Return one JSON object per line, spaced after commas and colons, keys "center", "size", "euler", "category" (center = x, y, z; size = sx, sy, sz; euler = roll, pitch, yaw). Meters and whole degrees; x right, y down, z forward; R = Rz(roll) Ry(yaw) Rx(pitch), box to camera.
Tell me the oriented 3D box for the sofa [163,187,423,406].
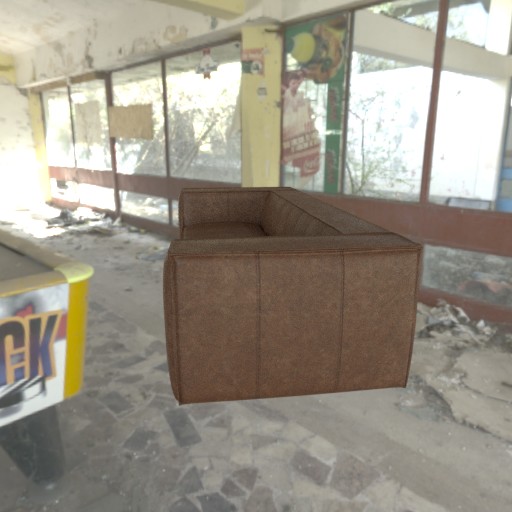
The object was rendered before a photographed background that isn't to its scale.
{"center": [0.000, 0.000, 3.033], "size": [1.102, 0.701, 2.581], "euler": [-2, 14, -8], "category": "sofa"}
